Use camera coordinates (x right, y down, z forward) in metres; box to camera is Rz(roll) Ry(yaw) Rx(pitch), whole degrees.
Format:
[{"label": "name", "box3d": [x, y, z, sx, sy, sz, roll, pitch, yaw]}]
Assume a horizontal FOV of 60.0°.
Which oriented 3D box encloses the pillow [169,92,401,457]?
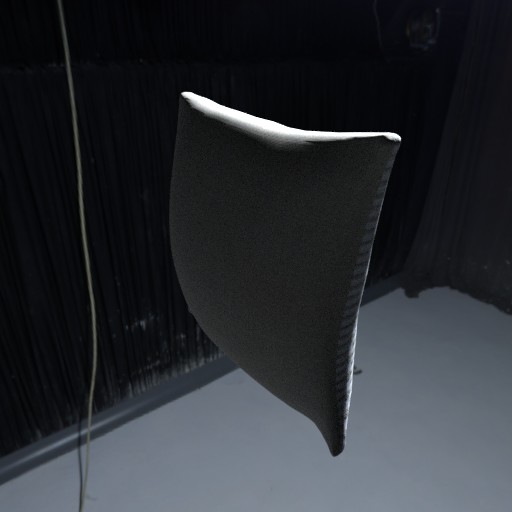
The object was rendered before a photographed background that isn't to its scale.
[{"label": "pillow", "box3d": [0.000, 0.000, 0.768, 0.219, 0.491, 0.496, -18, 32, -31]}]
